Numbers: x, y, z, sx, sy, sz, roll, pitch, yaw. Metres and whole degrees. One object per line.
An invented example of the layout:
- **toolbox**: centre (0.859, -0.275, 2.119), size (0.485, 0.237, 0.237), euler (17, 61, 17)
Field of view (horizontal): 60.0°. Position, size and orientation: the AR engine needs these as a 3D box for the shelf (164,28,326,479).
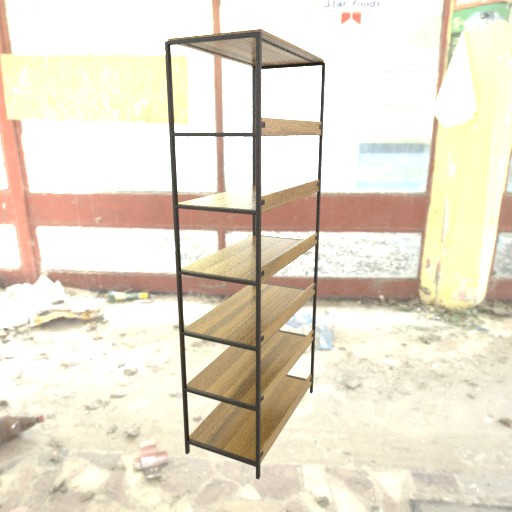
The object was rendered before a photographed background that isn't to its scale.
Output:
- **shelf**: centre (0.000, 0.000, 2.361), size (0.431, 2.015, 0.847), euler (7, 17, 24)
